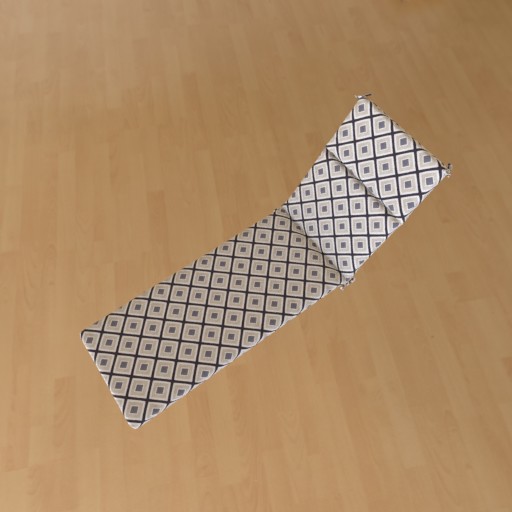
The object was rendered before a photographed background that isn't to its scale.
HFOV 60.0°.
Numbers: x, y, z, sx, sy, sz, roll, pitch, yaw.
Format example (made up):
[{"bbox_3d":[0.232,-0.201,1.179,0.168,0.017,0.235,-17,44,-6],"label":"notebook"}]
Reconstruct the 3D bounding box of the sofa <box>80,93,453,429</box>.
[{"bbox_3d":[0.000,0.000,1.957,1.663,0.622,0.582,-33,68,-15],"label":"sofa"}]
